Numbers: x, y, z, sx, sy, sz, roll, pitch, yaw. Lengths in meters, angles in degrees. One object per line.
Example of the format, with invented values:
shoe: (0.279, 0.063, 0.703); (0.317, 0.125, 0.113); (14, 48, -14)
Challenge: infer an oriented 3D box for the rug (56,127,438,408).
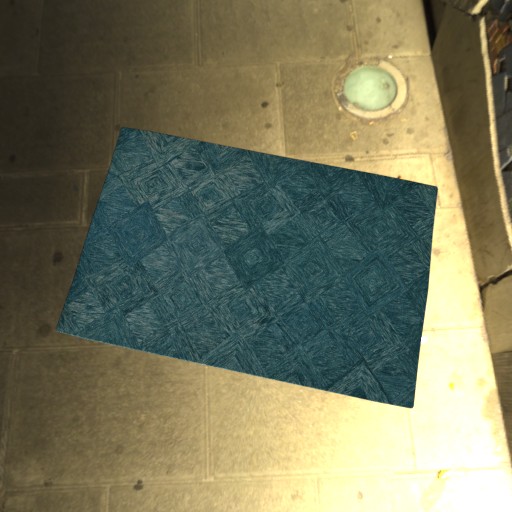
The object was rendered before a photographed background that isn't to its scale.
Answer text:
rug: (0.000, 0.000, 2.220); (1.728, 0.017, 1.136); (11, 75, 3)
